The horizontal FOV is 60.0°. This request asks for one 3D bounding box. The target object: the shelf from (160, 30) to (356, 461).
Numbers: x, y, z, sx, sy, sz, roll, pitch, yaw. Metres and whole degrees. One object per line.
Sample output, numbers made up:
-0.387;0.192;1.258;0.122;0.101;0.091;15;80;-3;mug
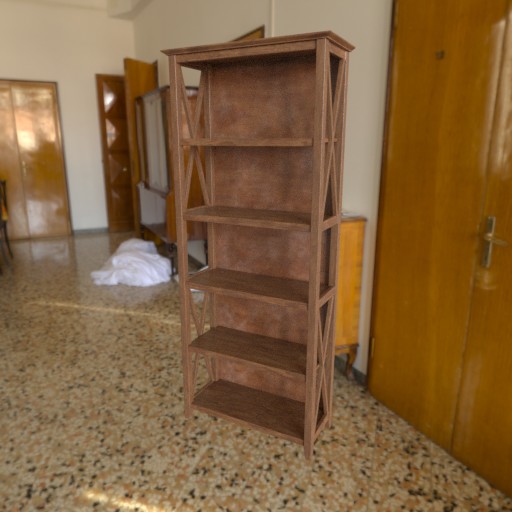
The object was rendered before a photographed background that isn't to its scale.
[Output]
0.000;0.000;2.208;0.805;1.905;0.335;8;16;27;shelf
